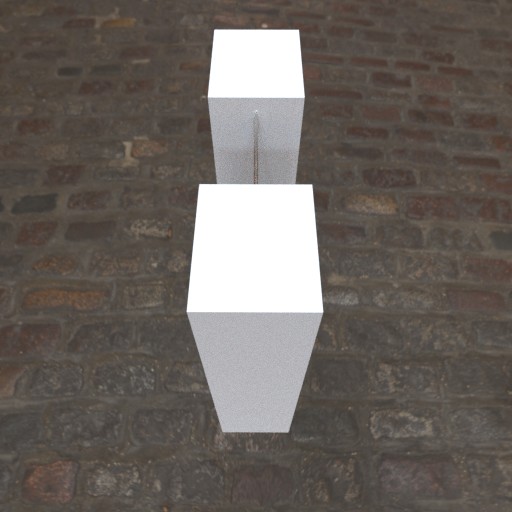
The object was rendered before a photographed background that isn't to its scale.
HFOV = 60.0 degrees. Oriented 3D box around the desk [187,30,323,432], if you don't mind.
[{"bbox_3d":[0.000,0.000,2.879,0.480,2.000,1.770,0,57,0],"label":"desk"}]
